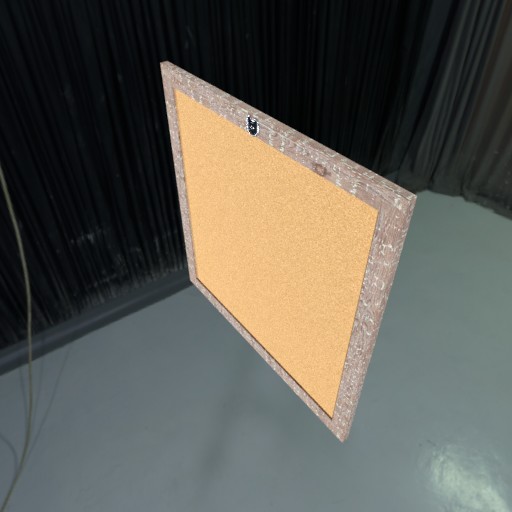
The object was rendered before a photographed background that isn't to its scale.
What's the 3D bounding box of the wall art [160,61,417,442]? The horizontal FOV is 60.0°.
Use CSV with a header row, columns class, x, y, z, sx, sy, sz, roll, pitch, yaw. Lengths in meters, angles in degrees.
class,x,y,z,sx,sy,sz,roll,pitch,yaw
wall art,0.000,0.000,0.573,0.012,0.384,0.384,-27,48,-27
